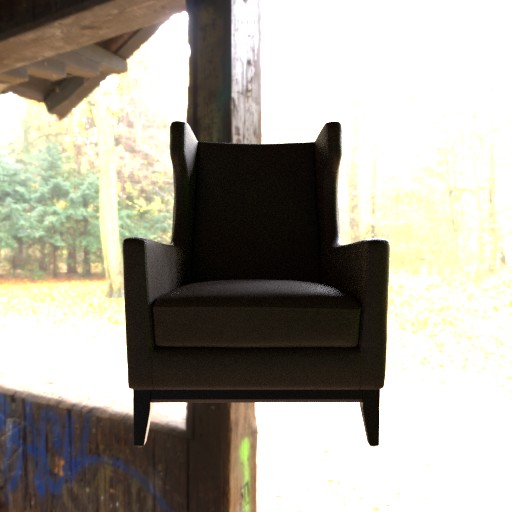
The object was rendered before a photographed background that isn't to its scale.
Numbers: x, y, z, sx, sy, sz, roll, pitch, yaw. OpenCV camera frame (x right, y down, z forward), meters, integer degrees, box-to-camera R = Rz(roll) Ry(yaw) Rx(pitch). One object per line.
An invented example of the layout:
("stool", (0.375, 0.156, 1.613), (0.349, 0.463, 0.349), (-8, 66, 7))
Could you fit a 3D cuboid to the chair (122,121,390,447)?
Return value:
("chair", (0.000, 0.000, 1.664), (0.769, 1.079, 0.899), (0, 1, 0))
